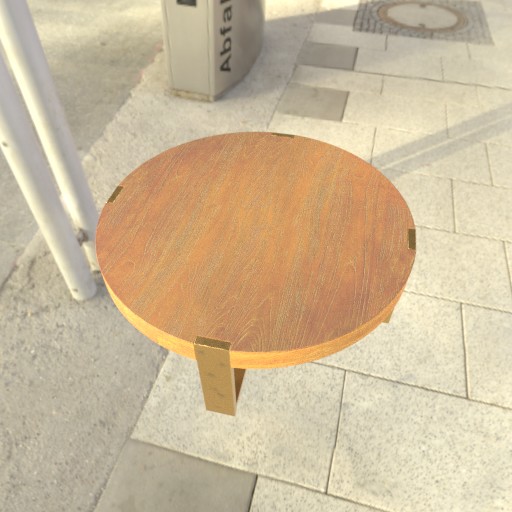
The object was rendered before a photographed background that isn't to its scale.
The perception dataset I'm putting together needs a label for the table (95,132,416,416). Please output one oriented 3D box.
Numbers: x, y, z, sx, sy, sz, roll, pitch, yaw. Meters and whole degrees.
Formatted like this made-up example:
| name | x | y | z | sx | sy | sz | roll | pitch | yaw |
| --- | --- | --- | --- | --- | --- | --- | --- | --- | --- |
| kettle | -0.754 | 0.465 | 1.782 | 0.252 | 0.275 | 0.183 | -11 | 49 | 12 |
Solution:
| name | x | y | z | sx | sy | sz | roll | pitch | yaw |
| --- | --- | --- | --- | --- | --- | --- | --- | --- | --- |
| table | 0.000 | 0.000 | 1.720 | 1.100 | 0.420 | 1.100 | 0 | 47 | 0 |
